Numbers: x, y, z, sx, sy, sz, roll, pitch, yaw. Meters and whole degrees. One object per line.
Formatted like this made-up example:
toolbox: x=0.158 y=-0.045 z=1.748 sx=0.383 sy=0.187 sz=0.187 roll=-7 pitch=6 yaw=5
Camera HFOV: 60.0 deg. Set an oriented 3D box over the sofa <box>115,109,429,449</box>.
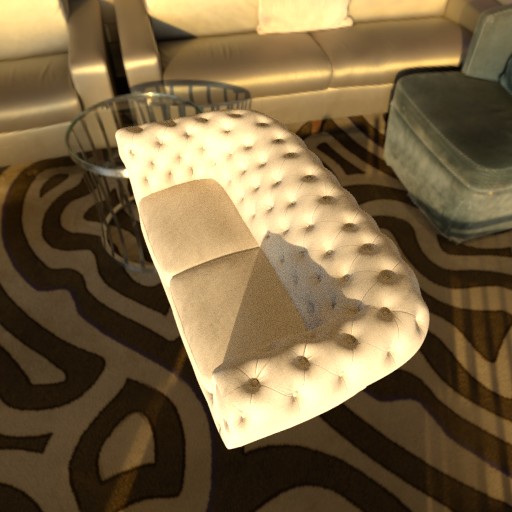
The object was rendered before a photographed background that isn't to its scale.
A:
sofa: x=0.000 y=0.000 z=2.471 sx=1.069 sy=0.835 sz=1.988 roll=-18 pitch=50 yaw=-16
